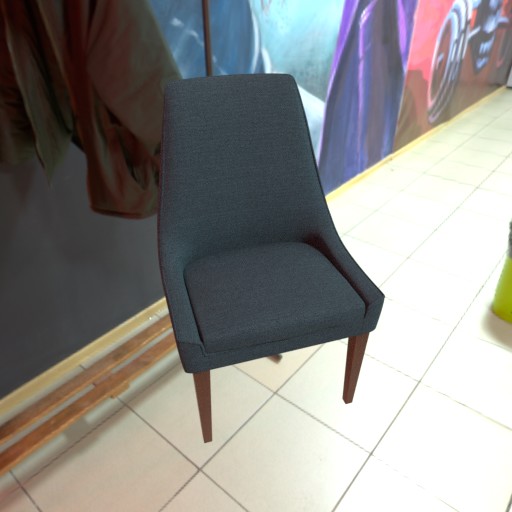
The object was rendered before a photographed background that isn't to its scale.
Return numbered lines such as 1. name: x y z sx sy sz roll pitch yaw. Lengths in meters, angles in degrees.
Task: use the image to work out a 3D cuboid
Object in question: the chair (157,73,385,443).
1. chair: 0.000 0.000 1.239 0.529 0.861 0.544 -10 35 -15
